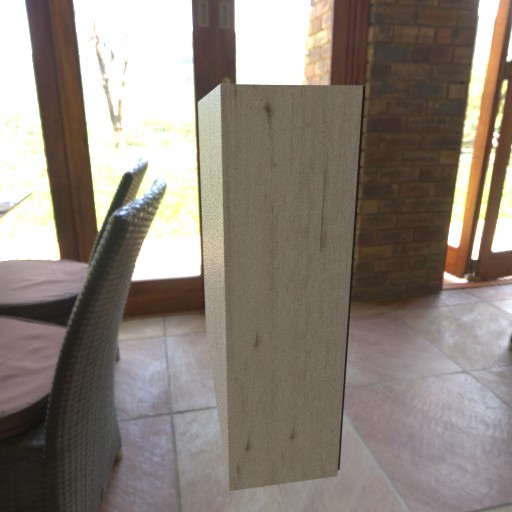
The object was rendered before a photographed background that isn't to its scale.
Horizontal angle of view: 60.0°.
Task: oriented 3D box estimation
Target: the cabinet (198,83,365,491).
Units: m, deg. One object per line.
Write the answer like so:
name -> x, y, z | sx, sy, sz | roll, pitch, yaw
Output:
cabinet -> 0.000, 0.000, 3.216 | 0.660, 2.180, 2.000 | -3, 17, -9
